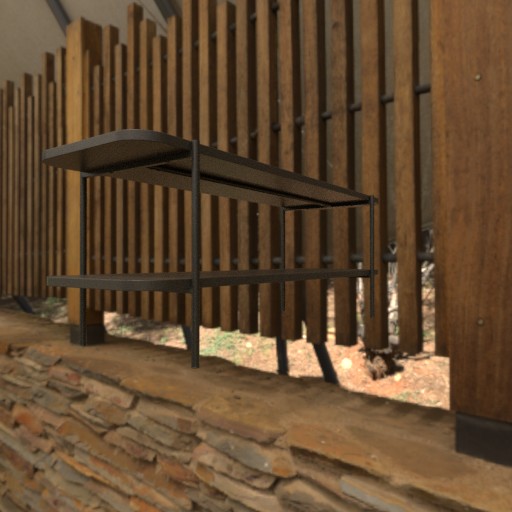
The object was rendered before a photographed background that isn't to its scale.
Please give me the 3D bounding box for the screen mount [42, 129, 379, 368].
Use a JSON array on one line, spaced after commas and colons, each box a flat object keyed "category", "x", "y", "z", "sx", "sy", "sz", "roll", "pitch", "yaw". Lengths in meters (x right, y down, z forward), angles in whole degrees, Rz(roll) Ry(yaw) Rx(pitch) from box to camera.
[{"category": "screen mount", "x": 0.000, "y": 0.000, "z": 1.361, "sx": 0.400, "sy": 0.447, "sz": 1.200, "roll": 0, "pitch": -1, "yaw": 36}]
